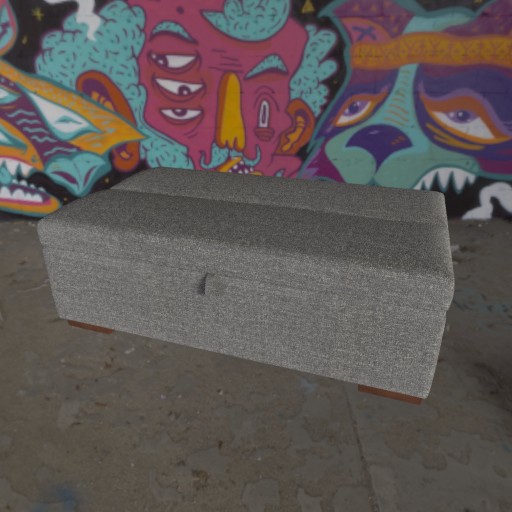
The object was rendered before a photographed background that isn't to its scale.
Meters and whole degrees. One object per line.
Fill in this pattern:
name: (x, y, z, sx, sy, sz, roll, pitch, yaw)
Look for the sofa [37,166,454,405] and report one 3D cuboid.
sofa: (0.000, 0.000, 1.570, 1.198, 0.417, 0.782, 8, 26, 17)
